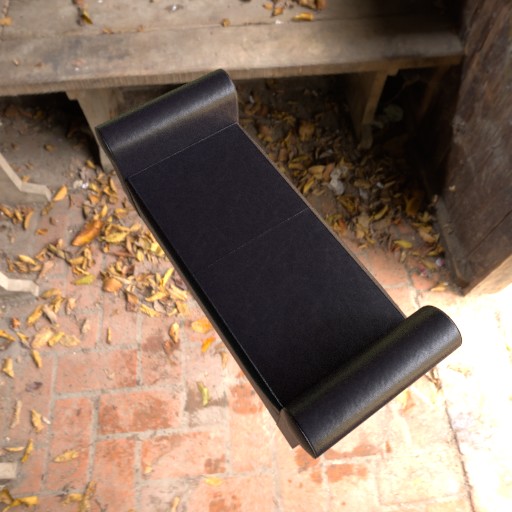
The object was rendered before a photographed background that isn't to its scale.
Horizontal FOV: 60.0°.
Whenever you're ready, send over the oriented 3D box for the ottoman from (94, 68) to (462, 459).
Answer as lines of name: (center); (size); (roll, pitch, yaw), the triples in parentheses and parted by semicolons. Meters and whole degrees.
ottoman: (0.000, 0.000, 1.565); (0.521, 0.547, 1.256); (-31, 68, -14)
